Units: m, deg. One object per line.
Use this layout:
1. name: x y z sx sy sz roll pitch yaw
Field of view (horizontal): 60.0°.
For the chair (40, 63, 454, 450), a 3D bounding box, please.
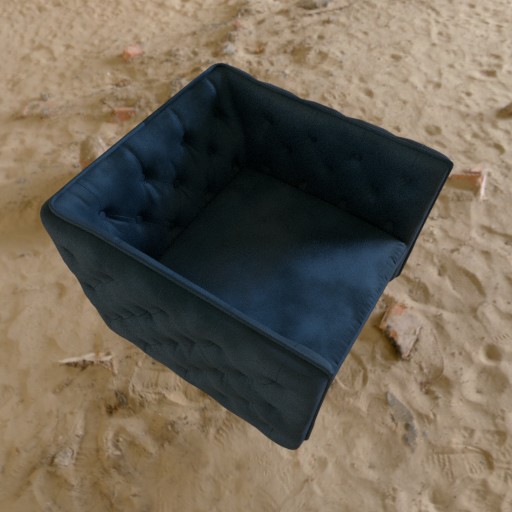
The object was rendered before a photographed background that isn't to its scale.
1. chair: 0.000 0.000 1.519 0.877 0.771 0.868 28 60 18
